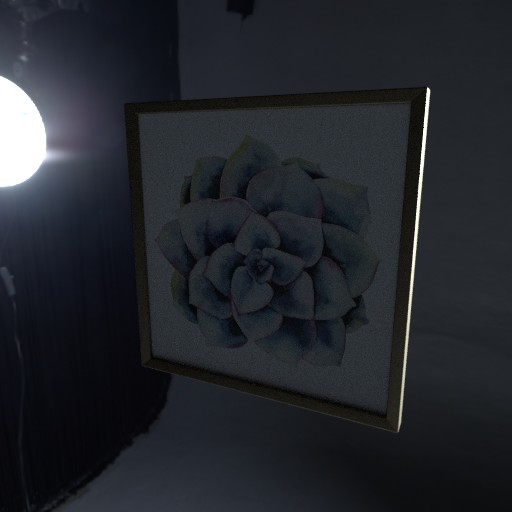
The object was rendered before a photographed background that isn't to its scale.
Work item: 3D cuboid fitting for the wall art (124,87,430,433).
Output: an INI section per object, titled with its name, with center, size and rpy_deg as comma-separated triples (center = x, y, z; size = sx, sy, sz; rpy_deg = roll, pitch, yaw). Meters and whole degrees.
[wall art]
center = 0.000, 0.000, 0.747
size = 0.503, 0.506, 0.030
rpy_deg = 7, 15, 25
